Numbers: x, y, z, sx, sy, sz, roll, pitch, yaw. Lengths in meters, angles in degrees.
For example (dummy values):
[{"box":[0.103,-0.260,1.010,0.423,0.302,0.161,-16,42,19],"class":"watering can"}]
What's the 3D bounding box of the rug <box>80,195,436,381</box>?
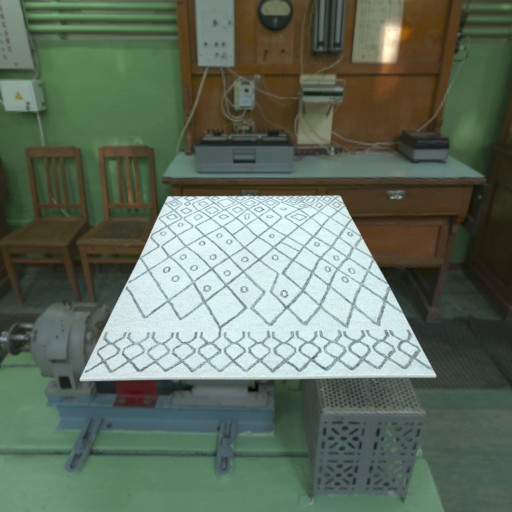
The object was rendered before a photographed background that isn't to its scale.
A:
[{"box":[0.000,0.000,2.323,1.222,0.015,1.828,0,27,-1],"class":"rug"}]
